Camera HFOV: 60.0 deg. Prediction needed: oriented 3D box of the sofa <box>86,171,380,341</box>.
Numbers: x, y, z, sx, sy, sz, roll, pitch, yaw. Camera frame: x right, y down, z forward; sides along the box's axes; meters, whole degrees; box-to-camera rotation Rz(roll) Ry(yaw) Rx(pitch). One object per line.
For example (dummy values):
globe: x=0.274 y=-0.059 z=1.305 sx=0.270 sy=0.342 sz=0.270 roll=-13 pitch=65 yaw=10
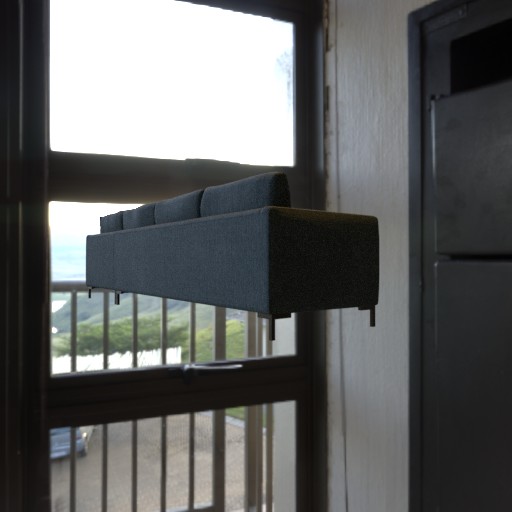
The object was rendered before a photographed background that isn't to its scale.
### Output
sofa: x=0.000 y=0.000 z=3.762 sx=2.007 sy=0.815 sz=2.949 roll=0 pitch=-1 yaw=-37
